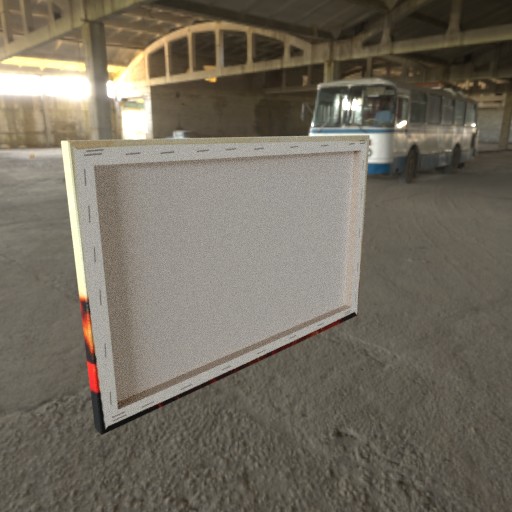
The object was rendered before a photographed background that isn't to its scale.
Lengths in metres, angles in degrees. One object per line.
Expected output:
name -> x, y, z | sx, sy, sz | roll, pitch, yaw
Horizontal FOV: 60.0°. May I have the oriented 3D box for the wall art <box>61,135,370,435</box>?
wall art -> 0.000, 0.000, 1.162 | 0.918, 0.602, 0.038 | -14, 21, -40
